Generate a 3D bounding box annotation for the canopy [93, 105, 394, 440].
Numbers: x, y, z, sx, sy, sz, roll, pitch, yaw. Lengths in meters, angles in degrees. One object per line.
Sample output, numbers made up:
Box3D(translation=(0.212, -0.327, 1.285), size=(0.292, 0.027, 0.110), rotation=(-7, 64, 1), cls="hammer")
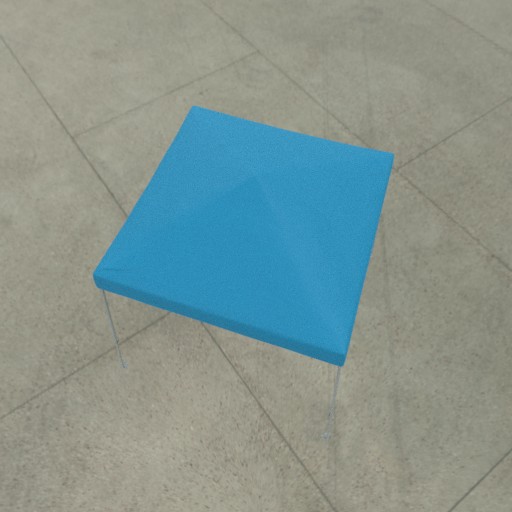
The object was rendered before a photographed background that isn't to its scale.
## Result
Box3D(translation=(0.000, 0.000, 5.169), size=(2.850, 2.850, 2.849), rotation=(16, 61, 9), cls="canopy")
